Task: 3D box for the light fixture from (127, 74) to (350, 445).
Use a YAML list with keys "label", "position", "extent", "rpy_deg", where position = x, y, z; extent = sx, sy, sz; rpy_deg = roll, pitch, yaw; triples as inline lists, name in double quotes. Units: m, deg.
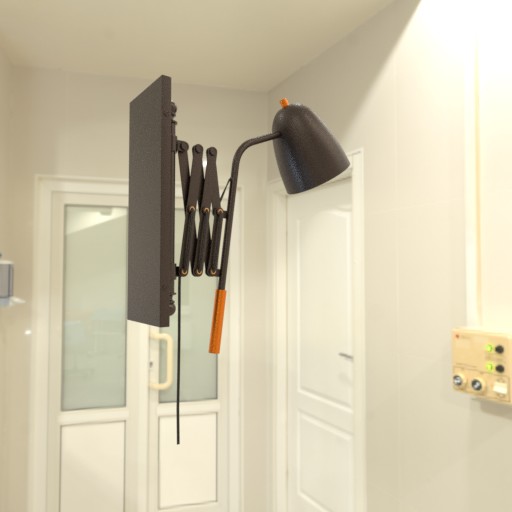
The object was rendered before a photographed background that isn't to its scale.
- label: "light fixture"
  position: [0.000, 0.000, 0.938]
  extent: [0.499, 0.715, 0.162]
  rpy_deg: [2, -3, -36]
